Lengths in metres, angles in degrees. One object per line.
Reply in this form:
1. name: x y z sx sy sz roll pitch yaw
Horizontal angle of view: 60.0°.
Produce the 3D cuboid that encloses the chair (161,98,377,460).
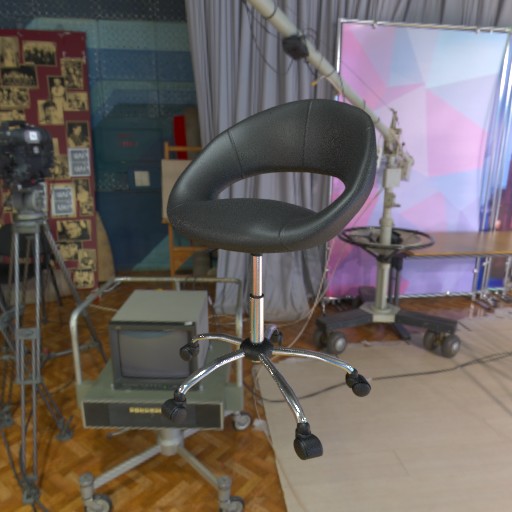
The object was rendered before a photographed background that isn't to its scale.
1. chair: 0.000 0.000 1.155 0.612 0.791 0.538 15 22 42
